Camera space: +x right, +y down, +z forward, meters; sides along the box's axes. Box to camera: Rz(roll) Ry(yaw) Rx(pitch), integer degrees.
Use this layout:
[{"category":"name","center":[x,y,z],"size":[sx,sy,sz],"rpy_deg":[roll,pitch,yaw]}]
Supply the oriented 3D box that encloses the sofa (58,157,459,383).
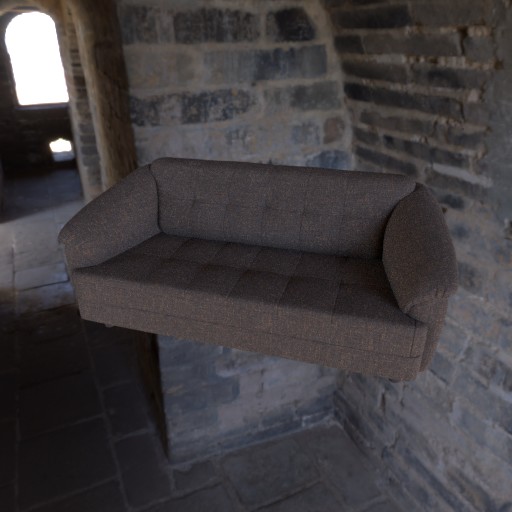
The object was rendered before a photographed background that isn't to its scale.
[{"category":"sofa","center":[0.000,0.000,2.307],"size":[1.849,0.790,0.887],"rpy_deg":[8,26,15]}]
